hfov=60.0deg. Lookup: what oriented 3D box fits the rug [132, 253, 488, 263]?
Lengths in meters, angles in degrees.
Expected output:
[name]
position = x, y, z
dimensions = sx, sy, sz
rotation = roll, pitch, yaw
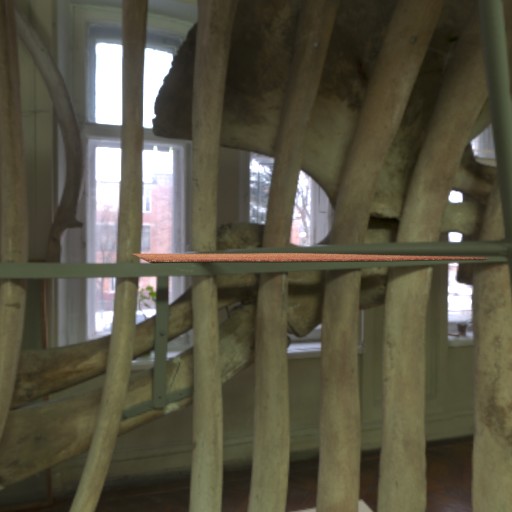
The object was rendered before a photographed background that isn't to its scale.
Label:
[rug]
position = 0.000, 0.000, 2.193
dimensions = 1.139, 0.011, 1.747
rotation = 0, 1, -17
